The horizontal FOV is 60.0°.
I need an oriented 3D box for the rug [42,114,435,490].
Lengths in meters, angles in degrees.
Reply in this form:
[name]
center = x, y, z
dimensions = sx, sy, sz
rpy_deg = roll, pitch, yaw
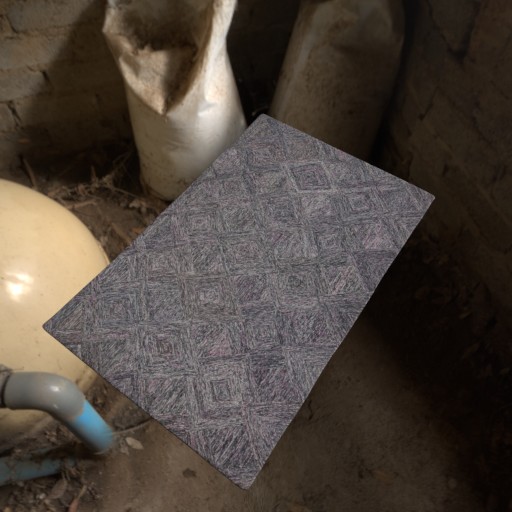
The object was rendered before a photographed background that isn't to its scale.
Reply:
[rug]
center = 0.000, 0.000, 2.211
dimensions = 1.158, 0.013, 1.752
rpy_deg = 31, 63, 18
